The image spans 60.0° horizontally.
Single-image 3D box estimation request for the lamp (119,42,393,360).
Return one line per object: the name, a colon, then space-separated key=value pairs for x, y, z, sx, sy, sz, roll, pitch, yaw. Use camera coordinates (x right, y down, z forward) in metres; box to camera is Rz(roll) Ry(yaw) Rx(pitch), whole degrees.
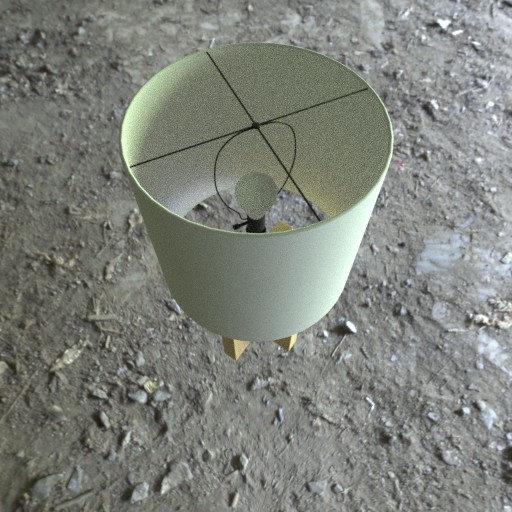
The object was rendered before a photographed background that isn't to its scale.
lamp: x=0.000 y=0.000 z=0.554 sx=0.229 sy=0.428 sz=0.229 roll=31 pitch=64 yaw=17
